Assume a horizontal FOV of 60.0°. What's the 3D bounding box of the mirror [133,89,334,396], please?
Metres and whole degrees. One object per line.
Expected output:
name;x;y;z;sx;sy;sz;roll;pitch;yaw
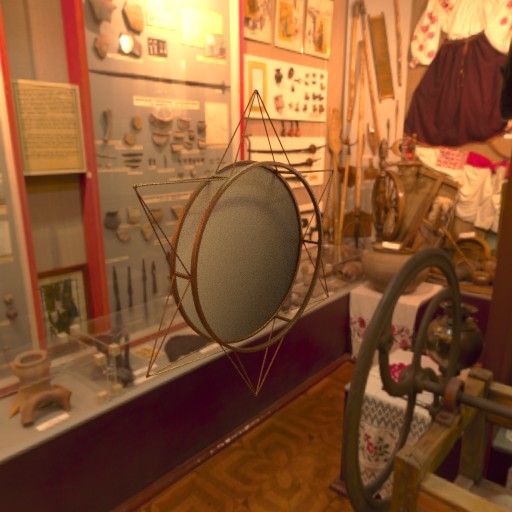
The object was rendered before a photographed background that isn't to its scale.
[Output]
mirror;0.000;0.000;0.820;0.062;0.581;0.498;13;19;41
